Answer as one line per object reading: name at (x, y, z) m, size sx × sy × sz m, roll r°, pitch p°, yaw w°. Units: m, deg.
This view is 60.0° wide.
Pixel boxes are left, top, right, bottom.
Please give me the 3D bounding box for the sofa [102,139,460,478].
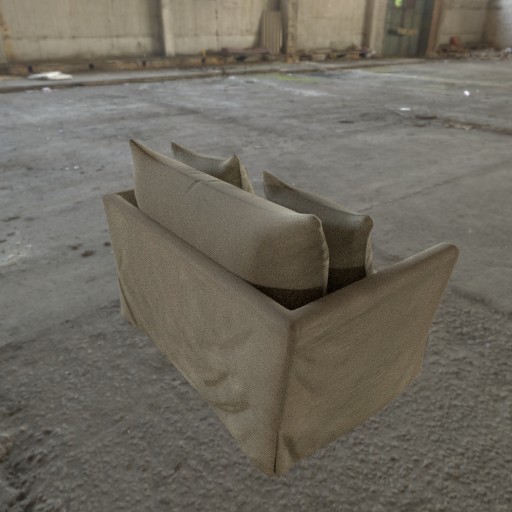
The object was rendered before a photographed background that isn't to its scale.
sofa at (0.000, 0.000, 2.277) m, size 1.035 × 1.040 × 1.608 m, roll -19°, pitch 33°, yaw -33°
